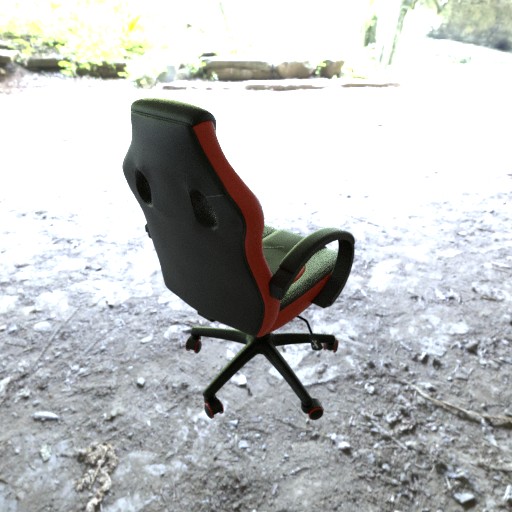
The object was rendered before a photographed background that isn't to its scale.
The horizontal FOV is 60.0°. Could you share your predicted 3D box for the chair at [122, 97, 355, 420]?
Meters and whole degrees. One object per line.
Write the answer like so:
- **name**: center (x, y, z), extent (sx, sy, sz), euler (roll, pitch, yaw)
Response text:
- **chair**: center (0.000, 0.000, 1.389), extent (0.600, 1.016, 0.642), euler (23, 37, 34)
